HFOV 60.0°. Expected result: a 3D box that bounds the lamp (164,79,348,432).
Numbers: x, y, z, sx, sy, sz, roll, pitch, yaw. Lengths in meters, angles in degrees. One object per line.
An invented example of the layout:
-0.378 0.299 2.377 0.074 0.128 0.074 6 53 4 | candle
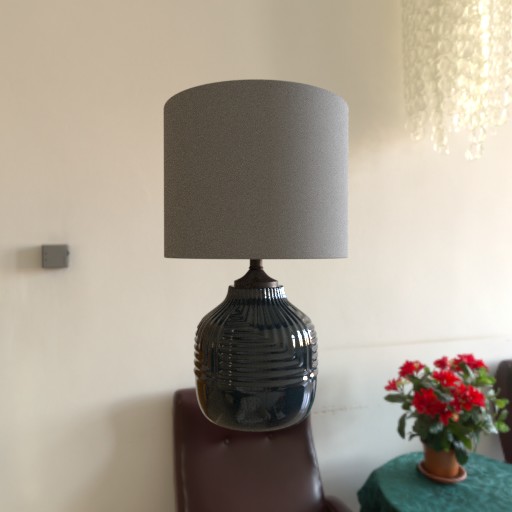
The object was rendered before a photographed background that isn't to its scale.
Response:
0.000 0.000 0.781 0.318 0.567 0.318 0 1 0 | lamp
